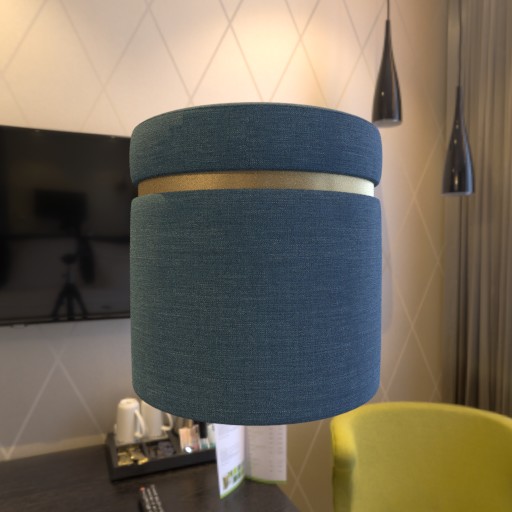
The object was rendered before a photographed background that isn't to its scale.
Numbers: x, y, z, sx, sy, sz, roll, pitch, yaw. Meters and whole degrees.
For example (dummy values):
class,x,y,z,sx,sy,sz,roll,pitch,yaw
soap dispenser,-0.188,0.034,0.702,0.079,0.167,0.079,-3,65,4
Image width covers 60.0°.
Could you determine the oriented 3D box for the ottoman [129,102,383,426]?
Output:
class,x,y,z,sx,sy,sz,roll,pitch,yaw
ottoman,0.000,0.000,0.728,0.398,0.406,0.398,0,2,0
